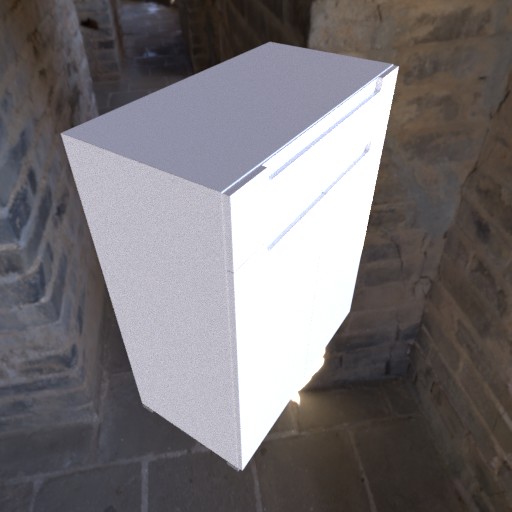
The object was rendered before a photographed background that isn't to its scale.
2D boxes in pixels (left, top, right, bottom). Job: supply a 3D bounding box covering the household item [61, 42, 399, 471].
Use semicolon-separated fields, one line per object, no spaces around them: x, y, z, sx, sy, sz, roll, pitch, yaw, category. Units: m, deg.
0.000;0.000;1.380;0.420;1.010;0.790;23;45;25;household item
